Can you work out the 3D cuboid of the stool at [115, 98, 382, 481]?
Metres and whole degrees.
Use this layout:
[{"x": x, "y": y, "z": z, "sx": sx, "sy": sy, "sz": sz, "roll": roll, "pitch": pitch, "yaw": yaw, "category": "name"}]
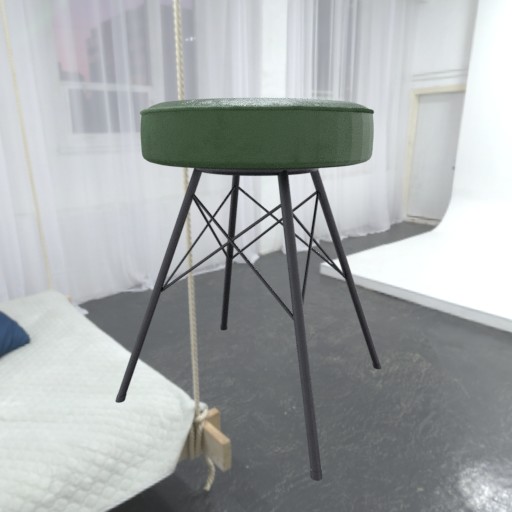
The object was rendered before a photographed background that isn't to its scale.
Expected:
[{"x": 0.000, "y": 0.000, "z": 0.907, "sx": 0.457, "sy": 0.595, "sz": 0.430, "roll": 9, "pitch": 18, "yaw": 28, "category": "stool"}]
